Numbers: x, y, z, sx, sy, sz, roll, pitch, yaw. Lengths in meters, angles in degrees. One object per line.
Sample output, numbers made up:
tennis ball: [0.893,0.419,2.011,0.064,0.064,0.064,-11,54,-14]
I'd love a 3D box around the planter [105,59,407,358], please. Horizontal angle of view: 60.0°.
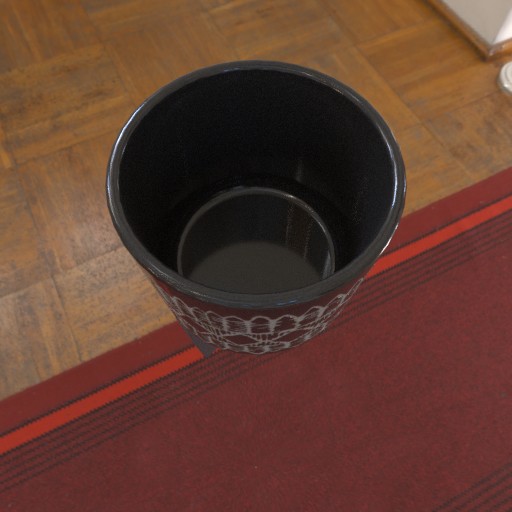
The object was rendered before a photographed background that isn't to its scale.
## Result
planter: [0.000,0.000,0.528,0.251,0.355,0.251,17,66,8]
